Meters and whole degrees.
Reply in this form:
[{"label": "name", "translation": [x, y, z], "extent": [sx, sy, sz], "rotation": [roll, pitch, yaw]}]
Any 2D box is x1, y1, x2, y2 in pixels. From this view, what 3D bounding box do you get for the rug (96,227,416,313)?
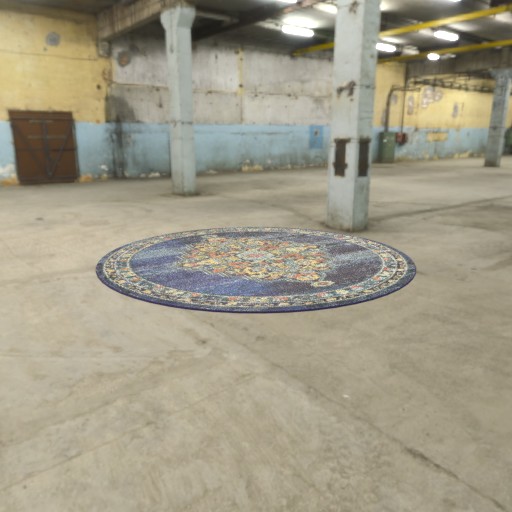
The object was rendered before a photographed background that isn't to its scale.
[{"label": "rug", "translation": [0.000, 0.000, 3.490], "extent": [2.386, 0.014, 2.386], "rotation": [0, 14, 0]}]
